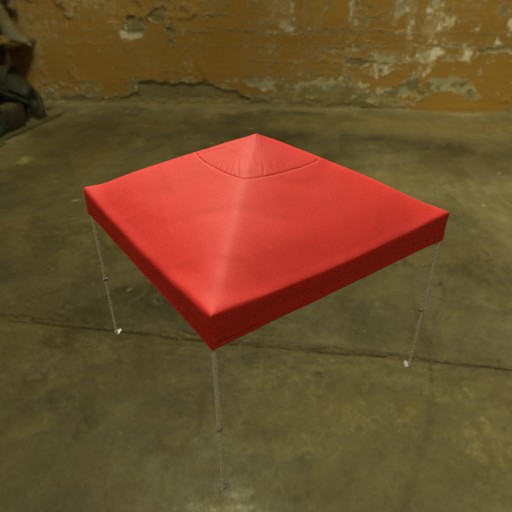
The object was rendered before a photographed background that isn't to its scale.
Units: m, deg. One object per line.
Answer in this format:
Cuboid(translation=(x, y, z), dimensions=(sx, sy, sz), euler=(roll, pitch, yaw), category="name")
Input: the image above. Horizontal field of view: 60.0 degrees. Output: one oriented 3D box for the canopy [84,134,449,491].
Cuboid(translation=(0.000, 0.000, 5.415), dimensions=(2.998, 2.997, 2.996), euler=(-21, 37, -30), category="canopy")
